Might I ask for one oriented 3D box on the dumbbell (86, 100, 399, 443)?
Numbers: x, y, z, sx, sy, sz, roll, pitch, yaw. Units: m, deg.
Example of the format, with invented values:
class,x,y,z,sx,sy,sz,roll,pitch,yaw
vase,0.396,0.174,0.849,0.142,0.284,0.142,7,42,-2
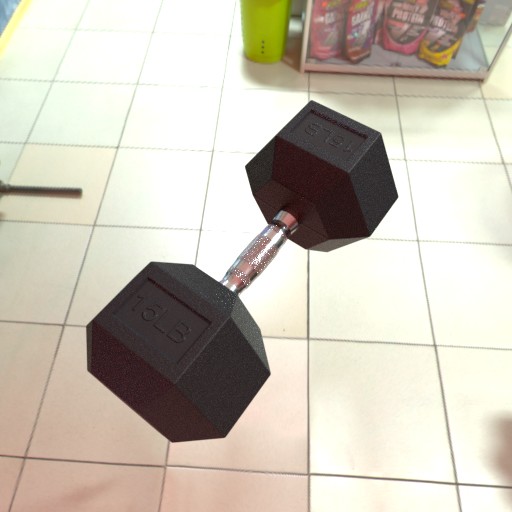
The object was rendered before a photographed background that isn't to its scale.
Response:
class,x,y,z,sx,sy,sz,roll,pitch,yaw
dumbbell,0.000,0.000,0.334,0.122,0.106,0.271,32,64,18
